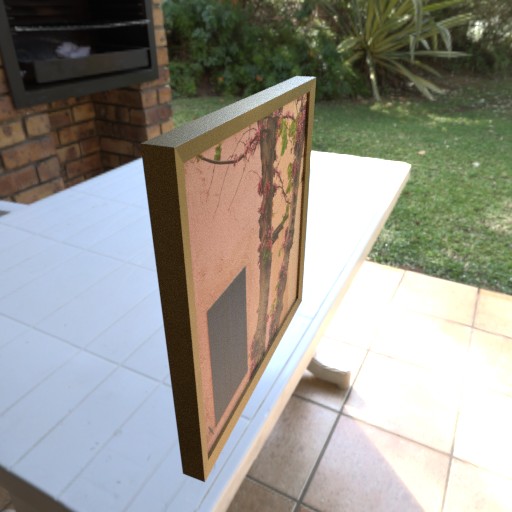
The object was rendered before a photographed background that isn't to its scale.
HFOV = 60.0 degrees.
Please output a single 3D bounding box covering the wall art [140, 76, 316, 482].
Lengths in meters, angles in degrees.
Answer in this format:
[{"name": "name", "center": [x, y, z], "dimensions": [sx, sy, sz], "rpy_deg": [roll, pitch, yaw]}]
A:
[{"name": "wall art", "center": [0.000, 0.000, 0.753], "dimensions": [0.038, 0.508, 0.507], "rpy_deg": [11, 31, 19]}]
